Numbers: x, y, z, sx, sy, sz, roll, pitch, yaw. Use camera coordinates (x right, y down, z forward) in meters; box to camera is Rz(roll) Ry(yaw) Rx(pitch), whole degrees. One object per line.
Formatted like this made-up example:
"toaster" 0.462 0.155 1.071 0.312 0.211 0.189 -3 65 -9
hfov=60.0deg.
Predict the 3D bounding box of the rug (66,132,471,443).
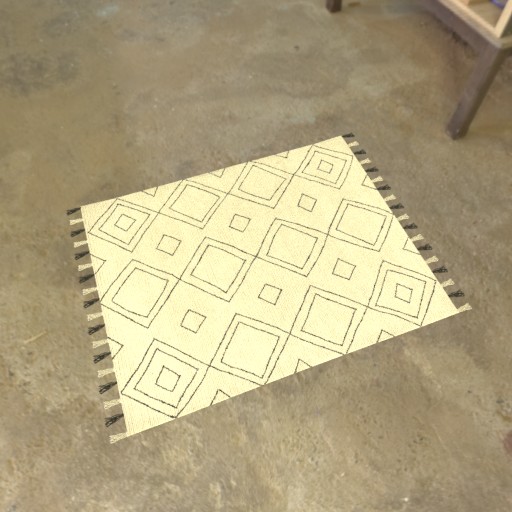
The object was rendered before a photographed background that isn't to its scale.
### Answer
"rug" 0.000 0.000 4.187 3.221 0.026 2.342 -18 60 -11
